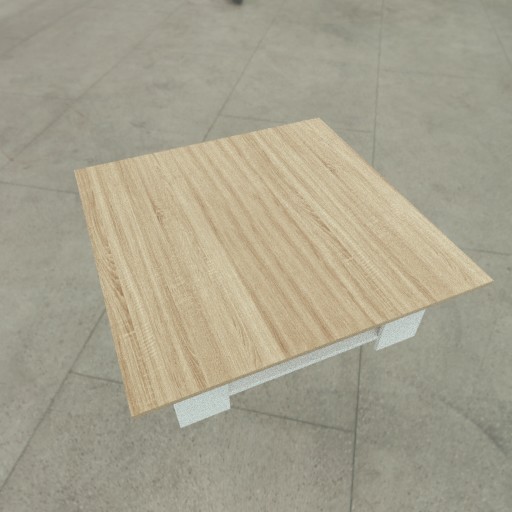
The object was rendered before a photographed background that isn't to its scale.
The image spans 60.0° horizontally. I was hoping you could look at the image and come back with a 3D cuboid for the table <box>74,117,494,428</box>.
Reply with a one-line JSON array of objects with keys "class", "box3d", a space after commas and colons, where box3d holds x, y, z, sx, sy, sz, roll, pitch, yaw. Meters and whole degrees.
[{"class": "table", "box3d": [0.000, 0.000, 1.361, 0.890, 0.305, 0.890, -17, 47, -16]}]
